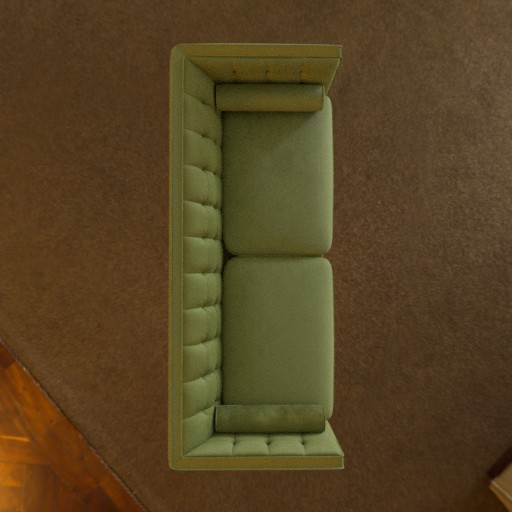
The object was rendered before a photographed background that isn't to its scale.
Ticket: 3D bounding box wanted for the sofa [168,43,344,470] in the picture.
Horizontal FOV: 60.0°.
[{"bbox_3d":[0.000,0.000,2.511,0.867,0.789,2.087,0,89,-1],"label":"sofa"}]
